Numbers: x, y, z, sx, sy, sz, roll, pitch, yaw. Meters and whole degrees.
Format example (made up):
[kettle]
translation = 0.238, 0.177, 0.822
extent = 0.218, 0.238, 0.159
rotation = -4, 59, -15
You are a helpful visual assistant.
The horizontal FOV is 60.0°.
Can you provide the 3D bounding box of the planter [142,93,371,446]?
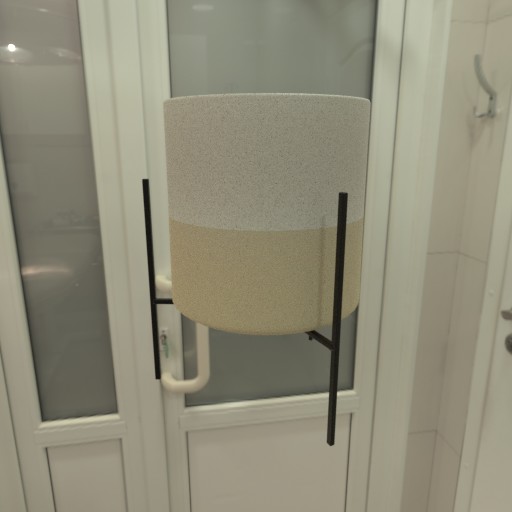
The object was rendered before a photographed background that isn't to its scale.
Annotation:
[planter]
translation = 0.000, 0.000, 0.546
extent = 0.267, 0.362, 0.263
rotation = -3, 15, -10
